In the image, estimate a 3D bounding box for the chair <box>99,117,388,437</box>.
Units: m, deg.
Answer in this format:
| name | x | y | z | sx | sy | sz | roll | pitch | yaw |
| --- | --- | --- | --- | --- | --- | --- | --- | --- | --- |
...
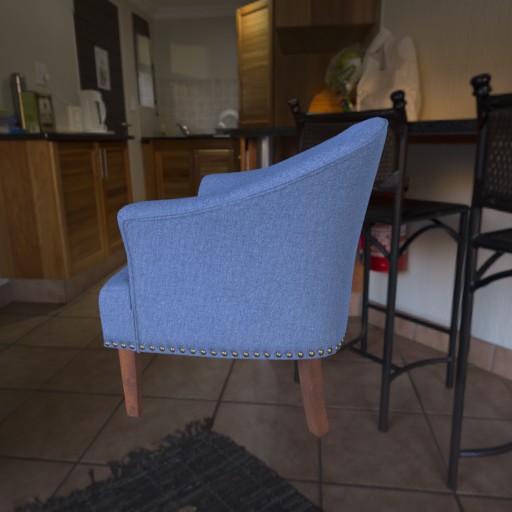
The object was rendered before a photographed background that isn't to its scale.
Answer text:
| name | x | y | z | sx | sy | sz | roll | pitch | yaw |
| --- | --- | --- | --- | --- | --- | --- | --- | --- | --- |
| chair | 0.000 | 0.000 | 1.371 | 0.704 | 0.815 | 0.798 | 2 | 16 | 9 |
